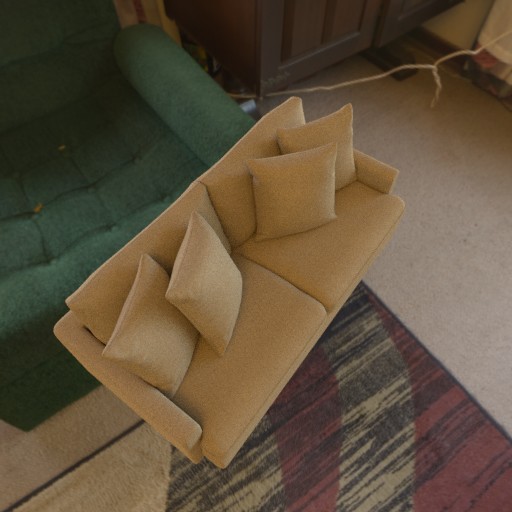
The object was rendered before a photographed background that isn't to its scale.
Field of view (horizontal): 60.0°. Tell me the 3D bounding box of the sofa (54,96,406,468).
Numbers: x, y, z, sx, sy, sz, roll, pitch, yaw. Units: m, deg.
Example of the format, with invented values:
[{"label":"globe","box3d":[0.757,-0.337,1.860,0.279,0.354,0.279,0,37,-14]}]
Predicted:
[{"label":"sofa","box3d":[0.000,0.000,2.979,1.228,1.084,2.380,32,62,19]}]
